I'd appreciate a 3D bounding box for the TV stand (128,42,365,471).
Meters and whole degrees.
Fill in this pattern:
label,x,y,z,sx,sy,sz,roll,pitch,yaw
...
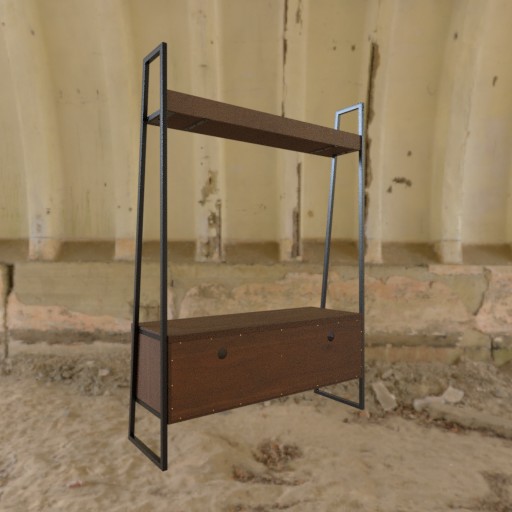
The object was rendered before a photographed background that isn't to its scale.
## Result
label,x,y,z,sx,sy,sz,roll,pitch,yaw
TV stand,0.000,0.000,2.356,1.250,1.772,0.432,0,0,-36
